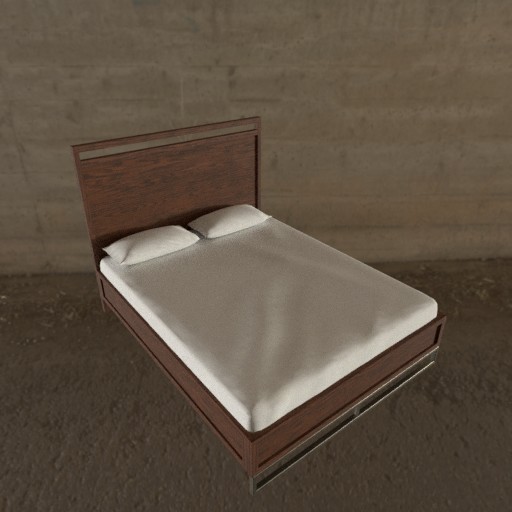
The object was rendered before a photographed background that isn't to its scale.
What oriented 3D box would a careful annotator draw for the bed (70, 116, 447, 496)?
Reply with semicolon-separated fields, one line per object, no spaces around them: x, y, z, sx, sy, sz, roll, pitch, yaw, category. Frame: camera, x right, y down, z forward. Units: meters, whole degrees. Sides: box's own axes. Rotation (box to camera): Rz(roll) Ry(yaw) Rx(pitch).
0.000;0.000;3.336;1.765;1.487;2.218;-20;35;-32;bed
